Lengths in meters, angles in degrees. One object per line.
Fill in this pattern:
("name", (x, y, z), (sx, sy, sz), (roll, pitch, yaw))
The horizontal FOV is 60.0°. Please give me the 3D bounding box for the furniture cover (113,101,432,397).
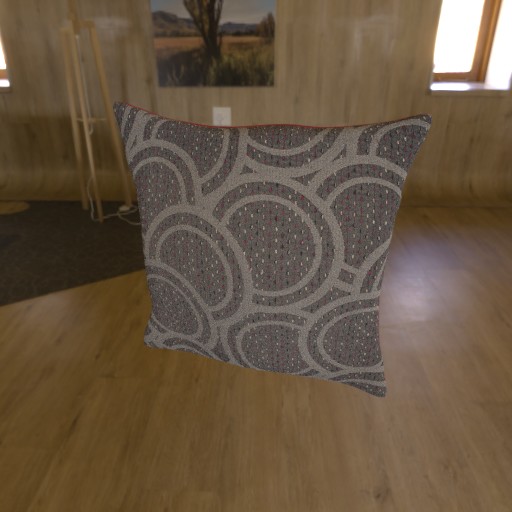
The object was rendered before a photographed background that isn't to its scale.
("furniture cover", (0.000, 0.000, 0.794), (0.514, 0.513, 0.163), (8, 27, 16))
